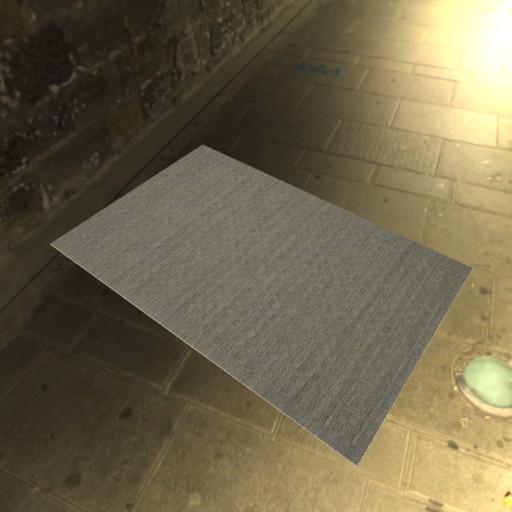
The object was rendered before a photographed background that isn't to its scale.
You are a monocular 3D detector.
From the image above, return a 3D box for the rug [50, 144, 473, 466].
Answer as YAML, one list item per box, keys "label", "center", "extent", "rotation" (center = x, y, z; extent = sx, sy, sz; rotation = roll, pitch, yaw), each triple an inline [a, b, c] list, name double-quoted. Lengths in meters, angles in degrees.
- label: "rug"
  center: [0.000, 0.000, 2.190]
  extent: [1.752, 0.006, 1.142]
  rotation: [29, 53, 25]
